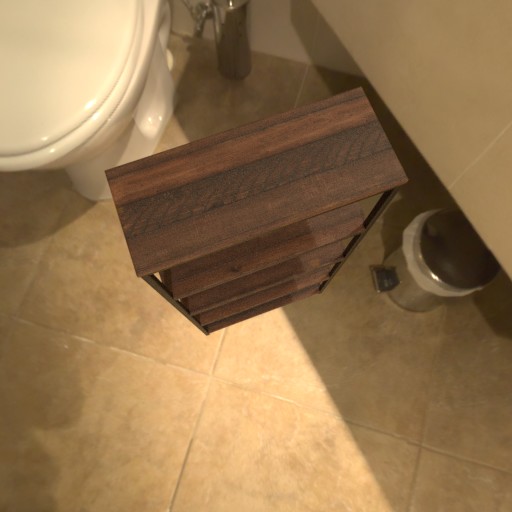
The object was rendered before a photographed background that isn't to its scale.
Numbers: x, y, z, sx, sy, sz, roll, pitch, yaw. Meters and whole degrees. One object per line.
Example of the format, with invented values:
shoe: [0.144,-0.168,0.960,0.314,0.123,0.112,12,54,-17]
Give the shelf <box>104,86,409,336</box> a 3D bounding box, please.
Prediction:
shelf: [0.000,0.000,2.270,0.874,1.860,0.359,-20,75,-5]
